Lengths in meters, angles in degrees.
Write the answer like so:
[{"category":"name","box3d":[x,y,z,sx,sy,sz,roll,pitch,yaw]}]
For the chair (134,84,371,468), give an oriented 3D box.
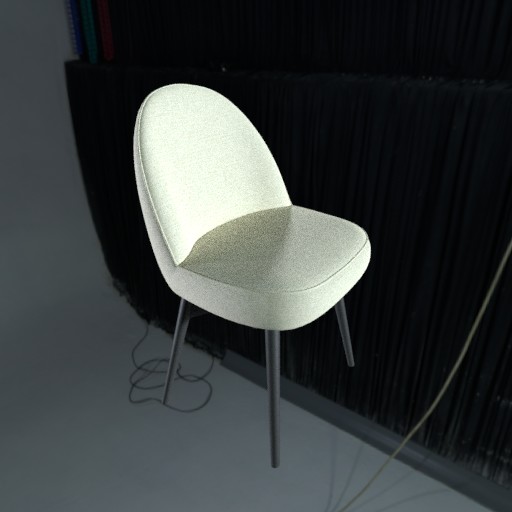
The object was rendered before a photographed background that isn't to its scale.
[{"category":"chair","box3d":[0.000,0.000,1.185,0.540,0.838,0.532,16,30,31]}]
